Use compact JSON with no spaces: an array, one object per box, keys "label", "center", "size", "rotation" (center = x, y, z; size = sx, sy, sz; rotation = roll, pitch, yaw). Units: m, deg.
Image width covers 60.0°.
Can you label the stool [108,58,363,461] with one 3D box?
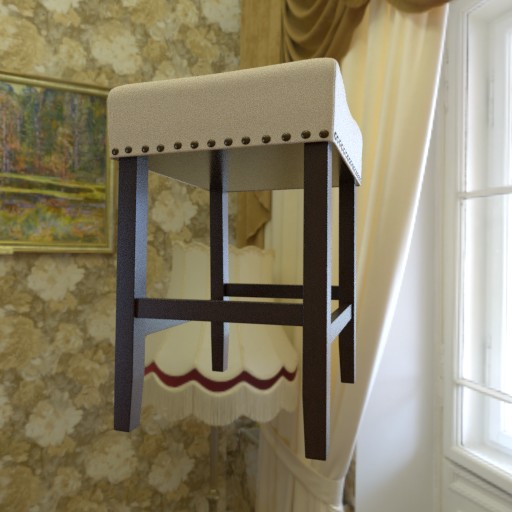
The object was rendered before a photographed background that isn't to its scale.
[{"label":"stool","center":[0.000,0.000,0.928],"size":[0.401,0.609,0.471],"rotation":[0,0,18]}]
